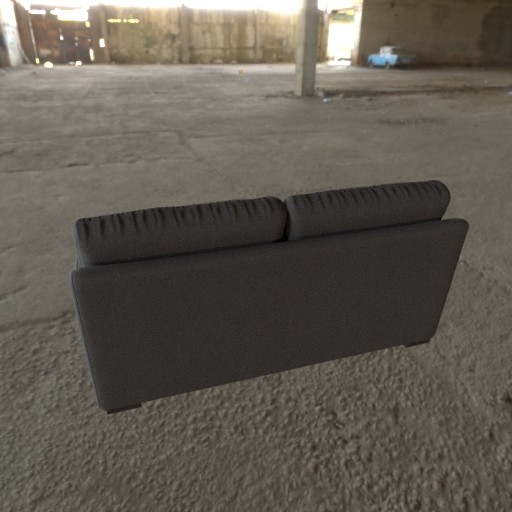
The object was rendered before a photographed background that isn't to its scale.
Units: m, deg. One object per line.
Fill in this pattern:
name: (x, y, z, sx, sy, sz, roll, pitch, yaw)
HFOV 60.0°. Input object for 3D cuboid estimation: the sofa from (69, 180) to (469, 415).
sofa: (0.000, 0.000, 2.484, 1.880, 0.940, 1.143, -8, 27, -16)
